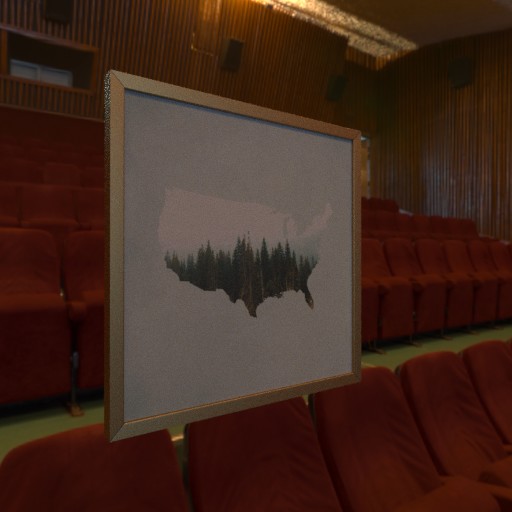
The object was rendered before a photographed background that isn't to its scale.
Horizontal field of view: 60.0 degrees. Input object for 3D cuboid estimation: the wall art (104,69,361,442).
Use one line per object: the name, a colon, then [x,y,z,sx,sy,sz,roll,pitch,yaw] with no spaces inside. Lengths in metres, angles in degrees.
wall art: [0.000,0.000,1.143,0.762,0.762,0.038,0,0,-36]
